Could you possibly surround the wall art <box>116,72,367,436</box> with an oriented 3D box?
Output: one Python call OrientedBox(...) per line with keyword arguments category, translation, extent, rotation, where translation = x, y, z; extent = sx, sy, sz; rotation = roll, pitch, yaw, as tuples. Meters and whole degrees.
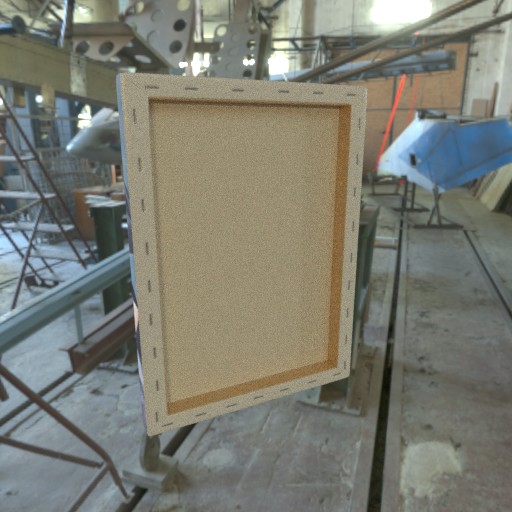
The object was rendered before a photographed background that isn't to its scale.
OrientedBox(category="wall art", translation=(0.000, 0.000, 0.831), extent=(0.455, 0.613, 0.037), rotation=(-8, 17, -26))
